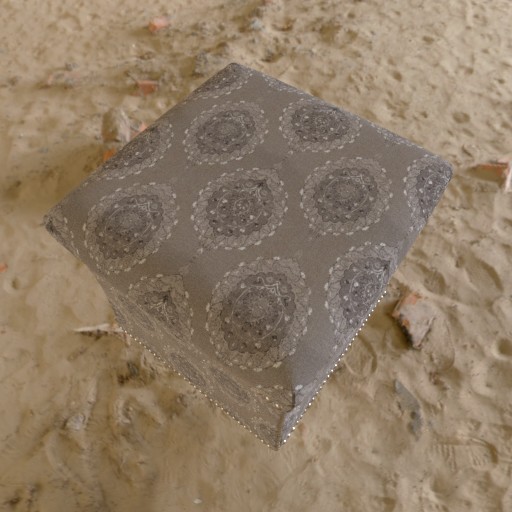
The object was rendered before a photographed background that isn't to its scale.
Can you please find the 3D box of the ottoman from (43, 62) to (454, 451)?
[{"bbox_3d":[0.000,0.000,0.881,0.497,0.473,0.507,33,64,18],"label":"ottoman"}]
